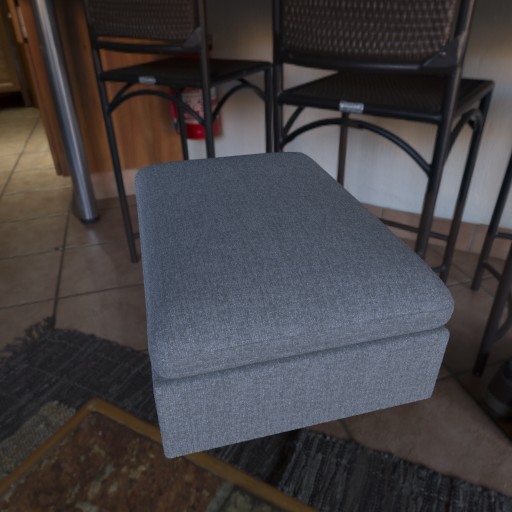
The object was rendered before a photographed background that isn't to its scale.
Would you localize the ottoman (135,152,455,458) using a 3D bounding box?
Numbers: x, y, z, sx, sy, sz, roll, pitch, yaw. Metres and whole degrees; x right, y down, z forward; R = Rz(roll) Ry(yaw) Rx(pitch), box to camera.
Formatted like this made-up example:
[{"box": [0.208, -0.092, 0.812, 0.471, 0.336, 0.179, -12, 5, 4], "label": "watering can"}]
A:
[{"box": [0.000, 0.000, 1.430, 0.711, 0.483, 1.041, -8, 33, -13], "label": "ottoman"}]
